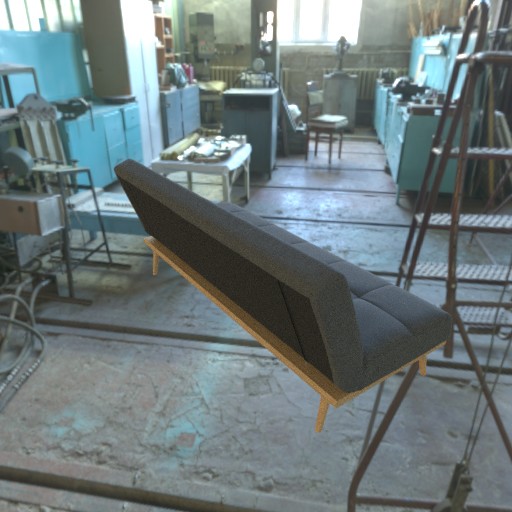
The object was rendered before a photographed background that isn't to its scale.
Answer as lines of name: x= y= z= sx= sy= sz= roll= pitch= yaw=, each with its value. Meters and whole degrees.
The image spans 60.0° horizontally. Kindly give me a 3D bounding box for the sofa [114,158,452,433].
sofa: x=0.000 y=0.000 z=2.312 sx=0.820 sy=0.770 sz=1.820 roll=-17 pitch=31 yaw=-31
